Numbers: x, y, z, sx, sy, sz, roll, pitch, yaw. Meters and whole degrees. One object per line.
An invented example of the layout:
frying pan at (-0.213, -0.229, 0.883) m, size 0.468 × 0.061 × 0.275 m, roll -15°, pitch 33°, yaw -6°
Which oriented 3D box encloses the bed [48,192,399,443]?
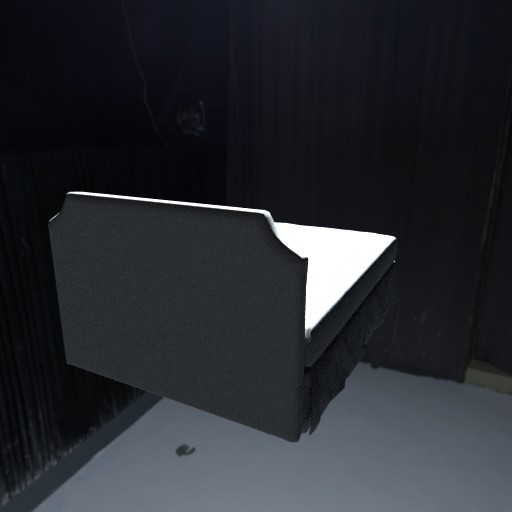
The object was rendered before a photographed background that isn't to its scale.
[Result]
bed at (0.000, 0.000, 3.685) m, size 1.977 × 1.293 × 2.498 m, roll 9°, pitch 19°, yaw 27°
